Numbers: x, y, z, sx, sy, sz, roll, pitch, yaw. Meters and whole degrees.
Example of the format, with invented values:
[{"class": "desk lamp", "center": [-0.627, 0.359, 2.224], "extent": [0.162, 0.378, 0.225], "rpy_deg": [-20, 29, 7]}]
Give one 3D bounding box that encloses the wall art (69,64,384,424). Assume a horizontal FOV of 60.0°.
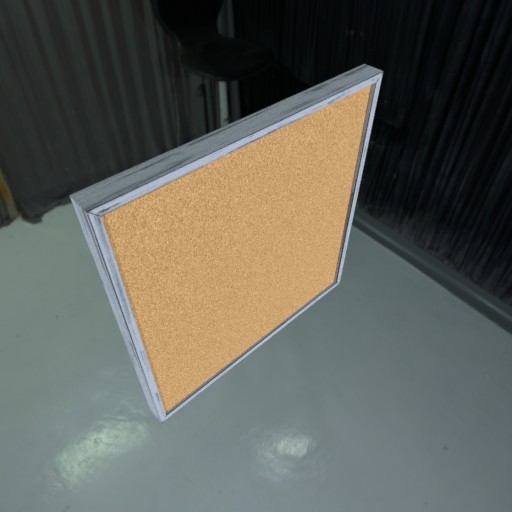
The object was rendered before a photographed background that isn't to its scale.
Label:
[{"class": "wall art", "center": [0.000, 0.000, 0.763], "extent": [0.506, 0.506, 0.038], "rpy_deg": [-33, 54, -28]}]
